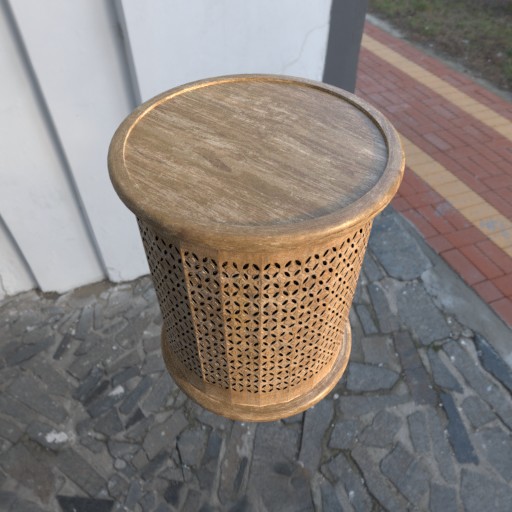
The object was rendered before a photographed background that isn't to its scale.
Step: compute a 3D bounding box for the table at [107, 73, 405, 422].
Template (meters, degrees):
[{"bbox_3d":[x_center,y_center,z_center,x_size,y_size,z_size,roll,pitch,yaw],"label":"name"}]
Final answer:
[{"bbox_3d":[0.000,0.000,0.790,0.407,0.482,0.407,0,47,0],"label":"table"}]
